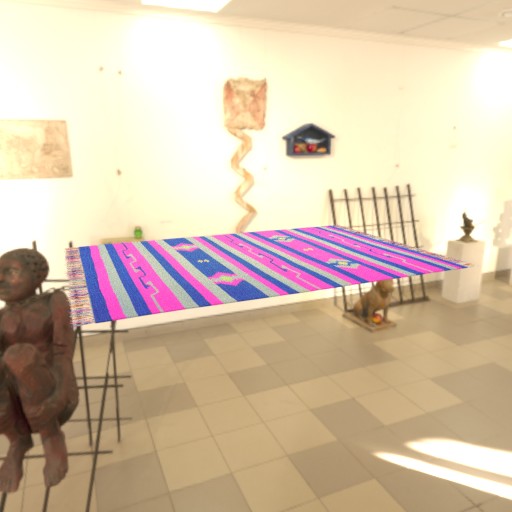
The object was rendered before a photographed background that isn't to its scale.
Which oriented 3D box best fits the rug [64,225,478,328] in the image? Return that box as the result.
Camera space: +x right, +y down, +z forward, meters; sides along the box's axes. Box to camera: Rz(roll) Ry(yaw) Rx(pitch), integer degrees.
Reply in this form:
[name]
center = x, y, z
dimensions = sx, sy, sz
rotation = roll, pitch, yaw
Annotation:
[rug]
center = 0.000, 0.000, 2.950
dimensions = 2.350, 0.013, 1.539
rotation = -6, 16, -23
